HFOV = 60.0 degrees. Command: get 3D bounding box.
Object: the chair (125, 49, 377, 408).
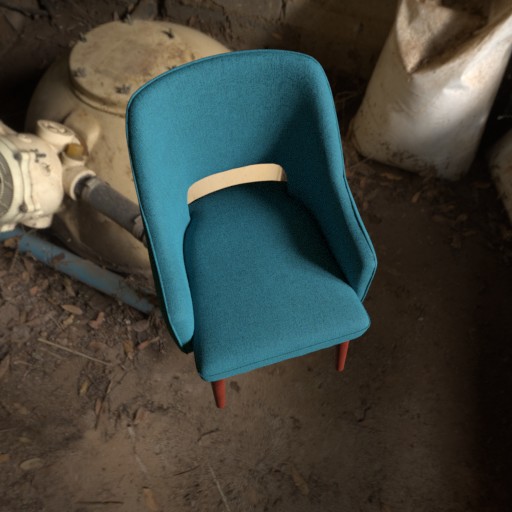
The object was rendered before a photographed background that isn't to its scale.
[{"bbox_3d":[0.000,0.000,1.217,0.548,0.849,0.605,-15,65,-7],"label":"chair"}]
